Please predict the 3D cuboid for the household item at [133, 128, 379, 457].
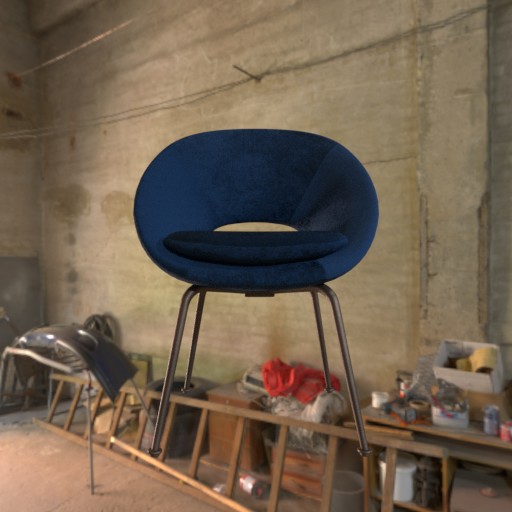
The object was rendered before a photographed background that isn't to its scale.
[{"bbox_3d":[0.000,0.000,1.213,0.623,0.852,0.573,0,0,0],"label":"household item"}]
